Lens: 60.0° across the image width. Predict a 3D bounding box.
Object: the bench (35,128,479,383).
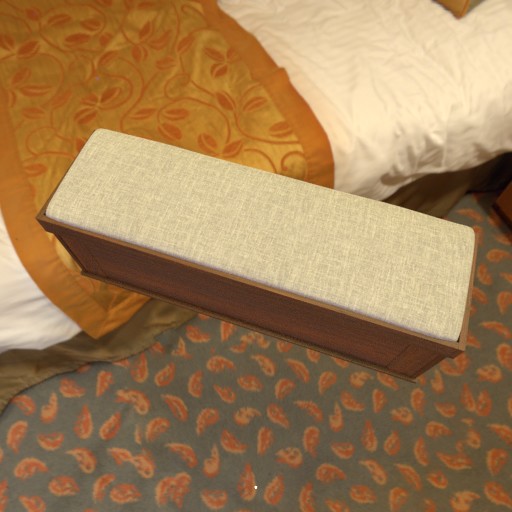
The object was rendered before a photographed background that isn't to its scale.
[{"bbox_3d":[0.000,0.000,1.422,1.196,0.468,0.367,17,64,8],"label":"bench"}]
